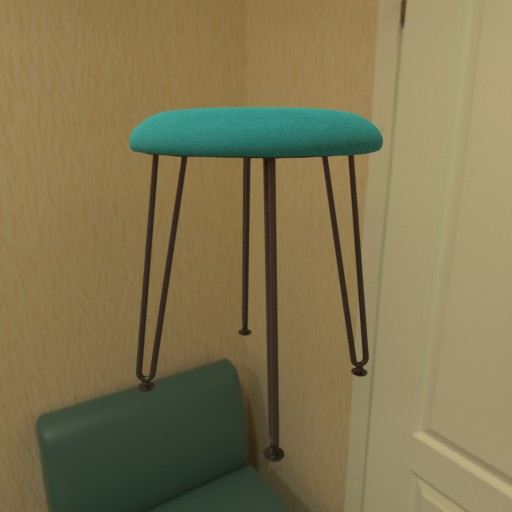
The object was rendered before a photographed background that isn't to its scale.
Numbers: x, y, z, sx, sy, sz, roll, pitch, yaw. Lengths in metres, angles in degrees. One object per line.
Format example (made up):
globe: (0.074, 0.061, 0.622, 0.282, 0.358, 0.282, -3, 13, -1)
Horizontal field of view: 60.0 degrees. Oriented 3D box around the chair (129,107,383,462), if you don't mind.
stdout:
chair: (0.000, 0.000, 0.681, 0.350, 0.430, 0.350, 8, 18, 25)
